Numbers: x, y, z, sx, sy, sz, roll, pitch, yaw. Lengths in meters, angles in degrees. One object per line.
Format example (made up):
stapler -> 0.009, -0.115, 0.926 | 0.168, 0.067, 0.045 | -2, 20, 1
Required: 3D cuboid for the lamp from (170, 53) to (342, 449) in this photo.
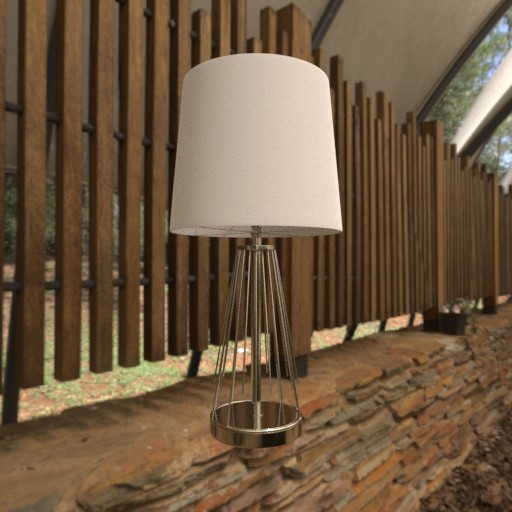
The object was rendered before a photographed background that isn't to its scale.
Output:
lamp -> 0.000, 0.000, 0.791 | 0.303, 0.618, 0.303 | 0, -1, 0
